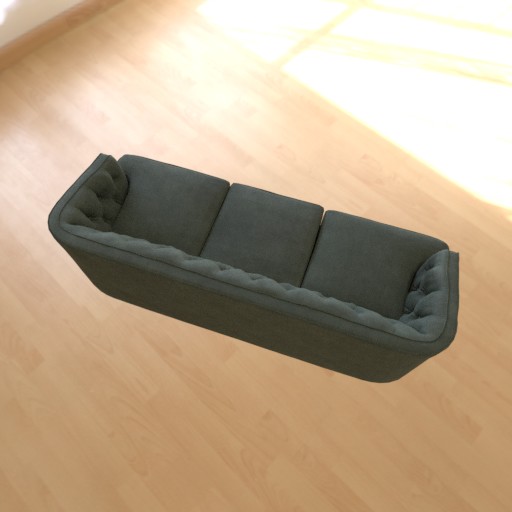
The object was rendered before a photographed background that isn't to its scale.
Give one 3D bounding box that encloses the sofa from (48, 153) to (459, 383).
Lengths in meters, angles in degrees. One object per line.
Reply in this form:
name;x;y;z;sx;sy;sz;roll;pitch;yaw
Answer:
sofa;0.000;0.000;2.775;2.278;0.855;0.941;17;64;8
